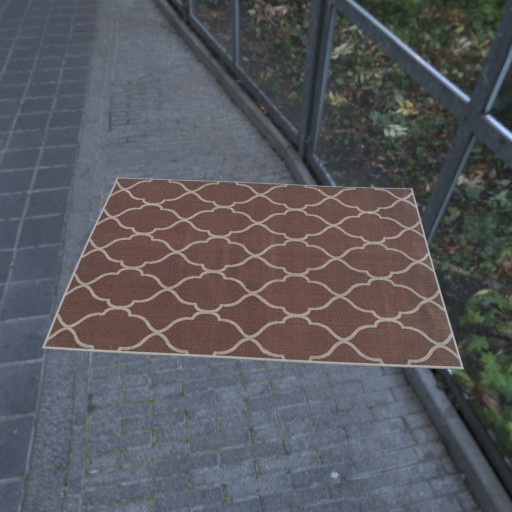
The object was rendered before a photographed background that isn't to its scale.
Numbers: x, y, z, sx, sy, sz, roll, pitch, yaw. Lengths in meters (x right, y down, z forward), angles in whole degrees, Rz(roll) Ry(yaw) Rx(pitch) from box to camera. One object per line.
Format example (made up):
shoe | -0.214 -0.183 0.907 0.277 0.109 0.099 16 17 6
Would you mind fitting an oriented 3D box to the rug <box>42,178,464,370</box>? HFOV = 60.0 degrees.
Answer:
rug | 0.000 0.000 2.903 2.294 0.014 1.528 2 48 2
